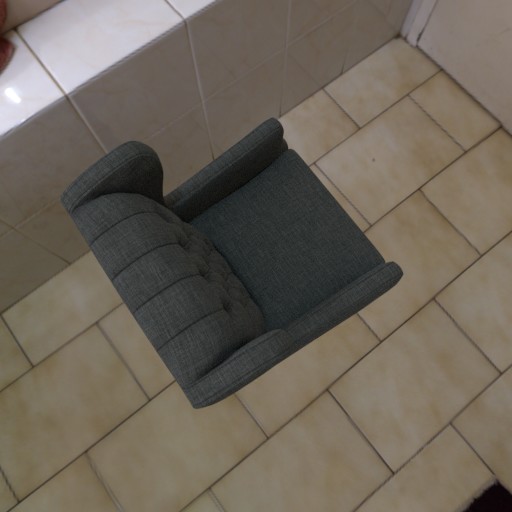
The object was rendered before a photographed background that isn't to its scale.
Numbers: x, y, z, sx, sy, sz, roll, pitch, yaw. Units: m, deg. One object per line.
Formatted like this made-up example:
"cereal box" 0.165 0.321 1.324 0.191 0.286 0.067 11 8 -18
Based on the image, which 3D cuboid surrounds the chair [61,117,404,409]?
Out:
"chair" 0.000 0.000 1.511 0.775 0.953 0.711 -35 77 -9
